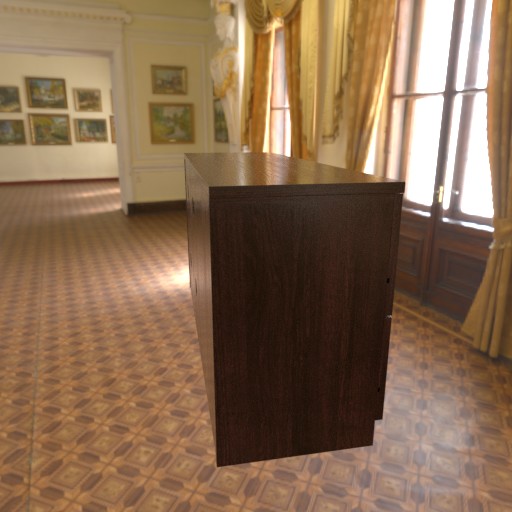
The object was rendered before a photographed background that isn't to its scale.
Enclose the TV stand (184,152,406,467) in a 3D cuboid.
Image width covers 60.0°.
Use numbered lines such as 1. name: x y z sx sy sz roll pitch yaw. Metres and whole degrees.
1. TV stand: 0.000 0.000 1.476 0.404 0.614 1.192 -3 16 -11
